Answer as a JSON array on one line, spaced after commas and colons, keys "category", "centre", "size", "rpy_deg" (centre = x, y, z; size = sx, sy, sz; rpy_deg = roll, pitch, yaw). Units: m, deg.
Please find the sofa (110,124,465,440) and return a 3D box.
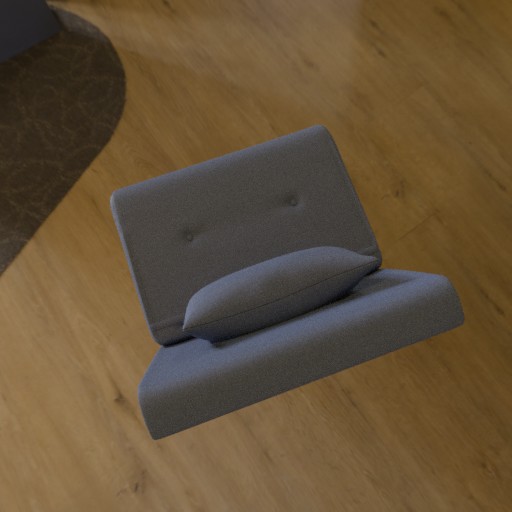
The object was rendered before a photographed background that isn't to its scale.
[{"category": "sofa", "centre": [0.000, 0.000, 1.760], "size": [0.999, 0.860, 0.996], "rpy_deg": [-19, 77, -5]}]
